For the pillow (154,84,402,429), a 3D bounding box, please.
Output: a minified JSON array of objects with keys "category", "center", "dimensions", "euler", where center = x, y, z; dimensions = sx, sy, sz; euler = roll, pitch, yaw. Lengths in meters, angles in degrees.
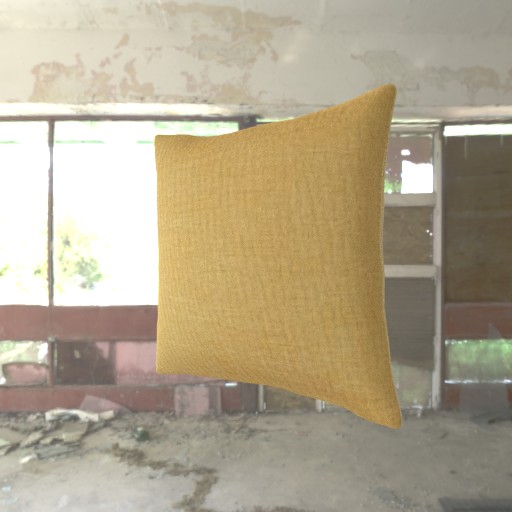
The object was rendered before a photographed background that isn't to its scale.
[{"category":"pillow","center":[0.000,0.000,0.638],"dimensions":[0.419,0.407,0.173],"euler":[1,1,36]}]
